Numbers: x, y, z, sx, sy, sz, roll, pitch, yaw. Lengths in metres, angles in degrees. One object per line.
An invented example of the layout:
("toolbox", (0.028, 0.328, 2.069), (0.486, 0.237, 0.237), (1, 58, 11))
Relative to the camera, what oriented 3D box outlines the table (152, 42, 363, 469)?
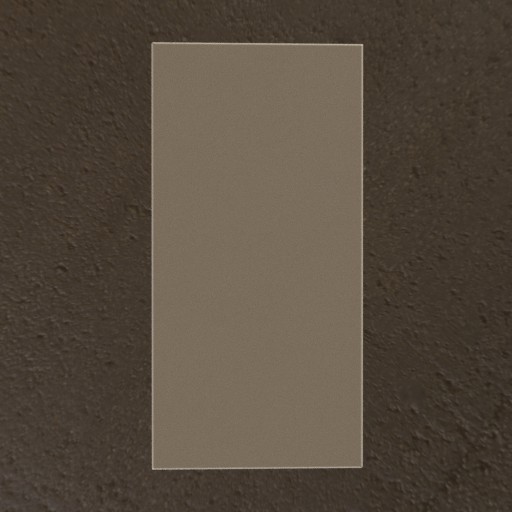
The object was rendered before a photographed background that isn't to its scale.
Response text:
("table", (0.000, 0.000, 1.405), (0.550, 0.510, 1.107), (0, 90, -1))
